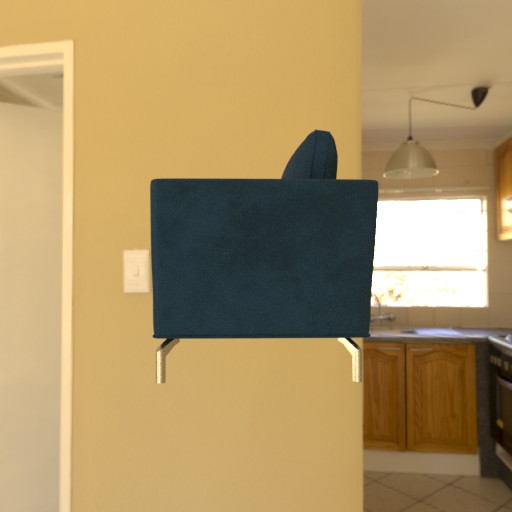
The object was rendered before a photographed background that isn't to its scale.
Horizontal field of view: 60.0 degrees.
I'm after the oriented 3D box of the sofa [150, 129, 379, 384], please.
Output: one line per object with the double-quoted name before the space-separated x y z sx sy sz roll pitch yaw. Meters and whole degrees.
"sofa" 0.000 0.000 2.710 0.853 0.998 2.212 0 -2 -2
